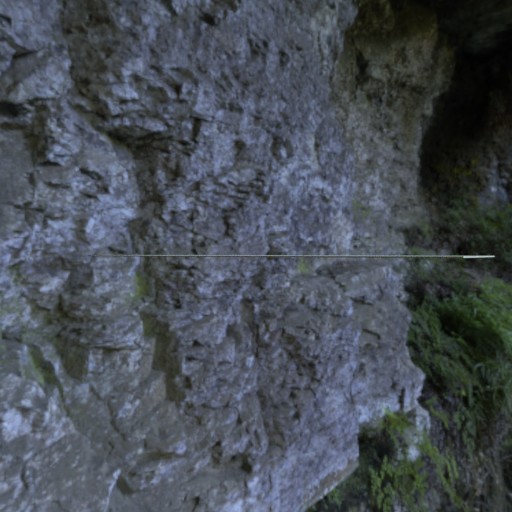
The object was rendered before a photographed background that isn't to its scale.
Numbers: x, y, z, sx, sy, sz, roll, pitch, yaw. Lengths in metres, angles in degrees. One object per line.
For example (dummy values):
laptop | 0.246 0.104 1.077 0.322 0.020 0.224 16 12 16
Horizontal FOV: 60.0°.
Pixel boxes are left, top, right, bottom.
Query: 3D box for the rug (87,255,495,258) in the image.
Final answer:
rug | 0.000 0.000 2.650 2.437 0.006 0.686 0 0 37
